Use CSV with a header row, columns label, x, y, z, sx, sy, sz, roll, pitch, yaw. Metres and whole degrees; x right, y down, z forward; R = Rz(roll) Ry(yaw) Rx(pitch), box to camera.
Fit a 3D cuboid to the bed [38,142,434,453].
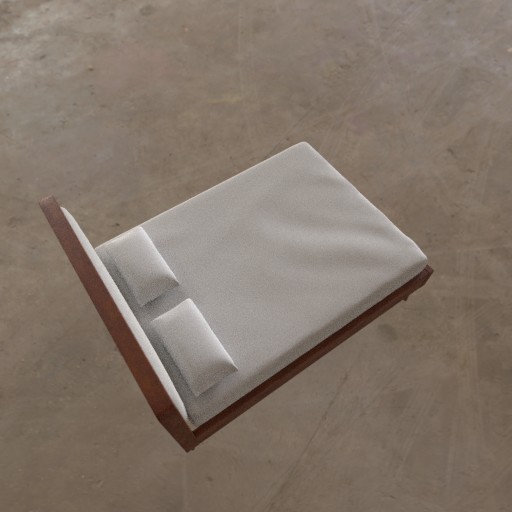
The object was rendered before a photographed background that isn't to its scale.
label,x,y,z,sx,sy,sz,roll,pitch,yaw
bed,0.000,0.000,3.240,2.196,1.275,1.587,-30,63,-17
